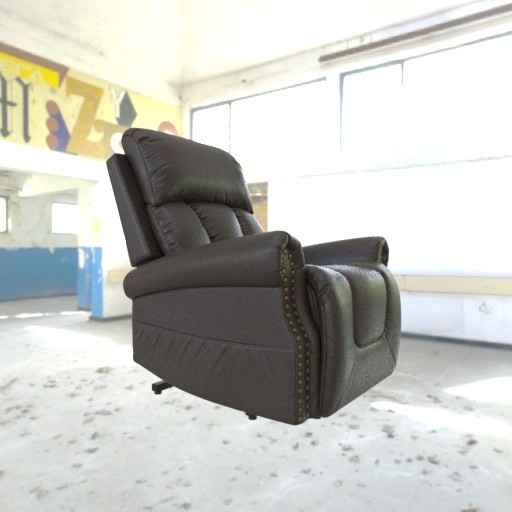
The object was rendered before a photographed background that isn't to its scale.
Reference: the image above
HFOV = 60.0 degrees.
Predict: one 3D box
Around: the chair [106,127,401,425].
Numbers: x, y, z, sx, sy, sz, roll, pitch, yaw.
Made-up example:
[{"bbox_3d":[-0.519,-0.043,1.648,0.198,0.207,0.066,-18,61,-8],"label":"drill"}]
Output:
[{"bbox_3d":[0.000,0.000,1.726,0.978,1.028,0.869,1,1,36],"label":"chair"}]
